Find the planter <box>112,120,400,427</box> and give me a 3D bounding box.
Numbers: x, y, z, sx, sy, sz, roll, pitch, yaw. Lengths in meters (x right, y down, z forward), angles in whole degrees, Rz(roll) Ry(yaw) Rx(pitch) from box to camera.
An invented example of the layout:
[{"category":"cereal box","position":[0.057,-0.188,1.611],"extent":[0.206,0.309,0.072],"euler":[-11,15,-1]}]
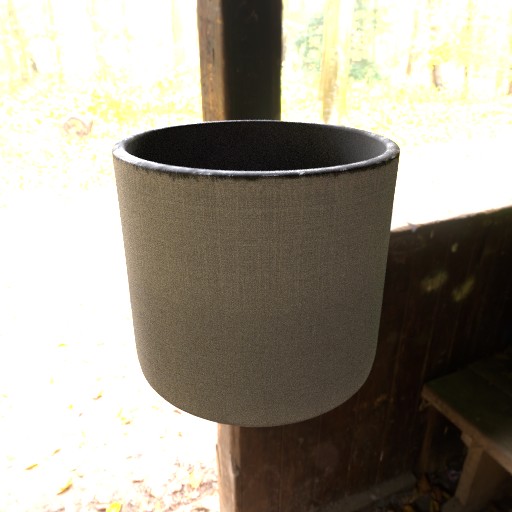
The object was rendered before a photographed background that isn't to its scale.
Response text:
[{"category":"planter","position":[0.000,0.000,0.387],"extent":[0.221,0.201,0.221],"euler":[0,25,0]}]
